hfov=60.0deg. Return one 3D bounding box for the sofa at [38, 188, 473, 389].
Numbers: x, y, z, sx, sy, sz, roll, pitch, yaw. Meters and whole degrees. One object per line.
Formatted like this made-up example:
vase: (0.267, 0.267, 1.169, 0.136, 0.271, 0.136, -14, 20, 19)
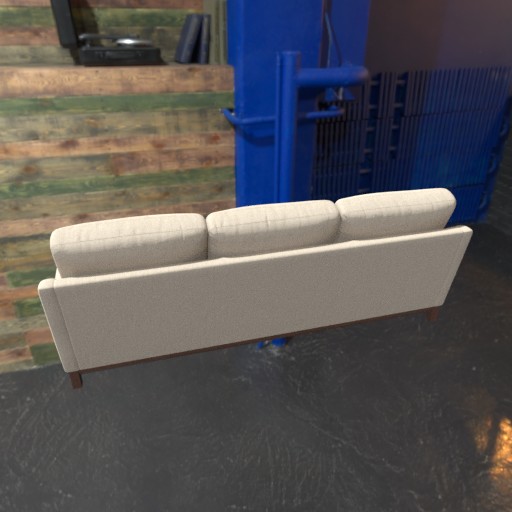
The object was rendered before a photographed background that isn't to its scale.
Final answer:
sofa: (0.000, 0.000, 2.771, 2.321, 0.913, 1.000, -8, 28, -14)
